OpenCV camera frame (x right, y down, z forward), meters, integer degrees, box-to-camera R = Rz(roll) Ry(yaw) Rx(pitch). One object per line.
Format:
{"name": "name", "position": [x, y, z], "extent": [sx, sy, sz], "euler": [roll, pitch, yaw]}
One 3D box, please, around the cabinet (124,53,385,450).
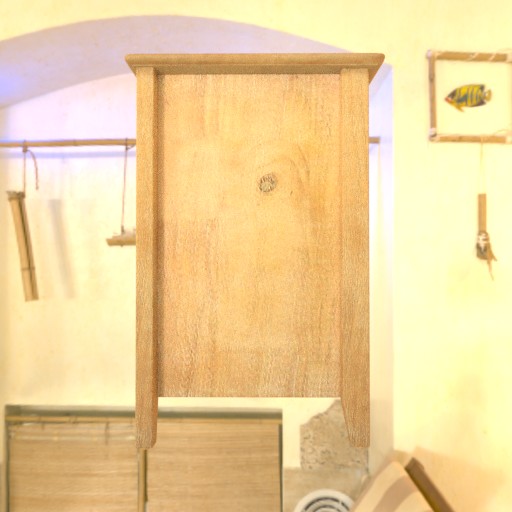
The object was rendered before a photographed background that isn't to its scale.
{"name": "cabinet", "position": [0.000, 0.000, 1.218], "extent": [0.503, 0.762, 0.763], "euler": [0, -1, 0]}
